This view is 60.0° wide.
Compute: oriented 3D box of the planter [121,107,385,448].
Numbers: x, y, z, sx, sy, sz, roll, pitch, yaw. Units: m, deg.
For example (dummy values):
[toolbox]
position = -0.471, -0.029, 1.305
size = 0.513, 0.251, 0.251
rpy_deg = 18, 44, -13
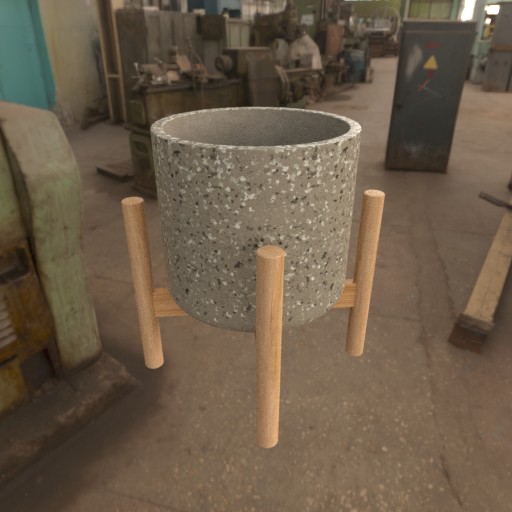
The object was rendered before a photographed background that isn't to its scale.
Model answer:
[planter]
position = 0.000, 0.000, 0.550
size = 0.284, 0.320, 0.284
rpy_deg = 8, 29, 15
